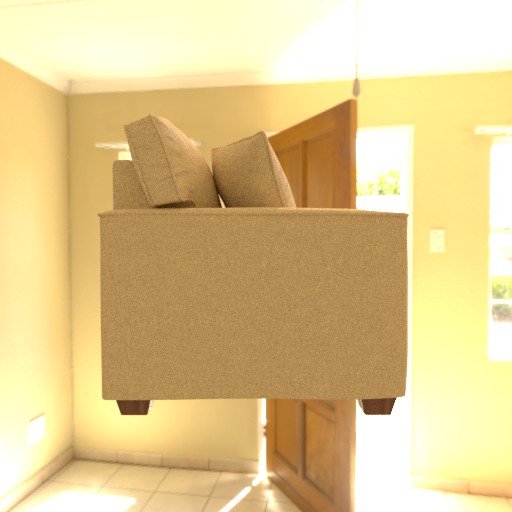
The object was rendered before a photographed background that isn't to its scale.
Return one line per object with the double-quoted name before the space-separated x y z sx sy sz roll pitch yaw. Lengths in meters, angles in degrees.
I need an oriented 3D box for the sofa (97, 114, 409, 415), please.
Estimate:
"sofa" 0.000 0.000 2.055 0.991 0.989 1.388 0 1 0
